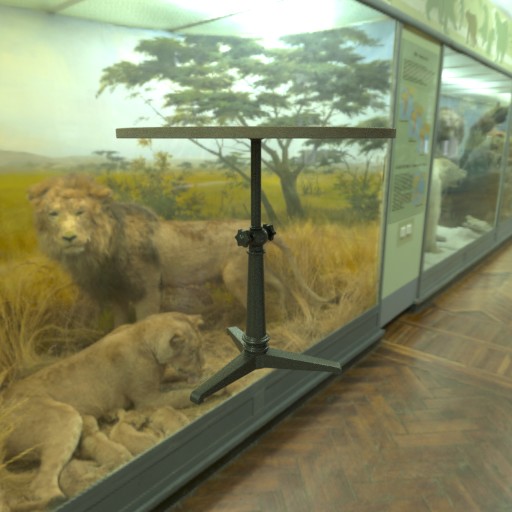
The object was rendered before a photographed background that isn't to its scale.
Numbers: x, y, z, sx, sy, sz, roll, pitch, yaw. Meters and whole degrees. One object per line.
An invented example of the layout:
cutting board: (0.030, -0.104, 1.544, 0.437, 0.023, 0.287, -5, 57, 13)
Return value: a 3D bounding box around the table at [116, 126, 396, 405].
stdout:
table: (0.000, 0.000, 1.421, 0.800, 0.780, 0.800, 0, 15, 0)
